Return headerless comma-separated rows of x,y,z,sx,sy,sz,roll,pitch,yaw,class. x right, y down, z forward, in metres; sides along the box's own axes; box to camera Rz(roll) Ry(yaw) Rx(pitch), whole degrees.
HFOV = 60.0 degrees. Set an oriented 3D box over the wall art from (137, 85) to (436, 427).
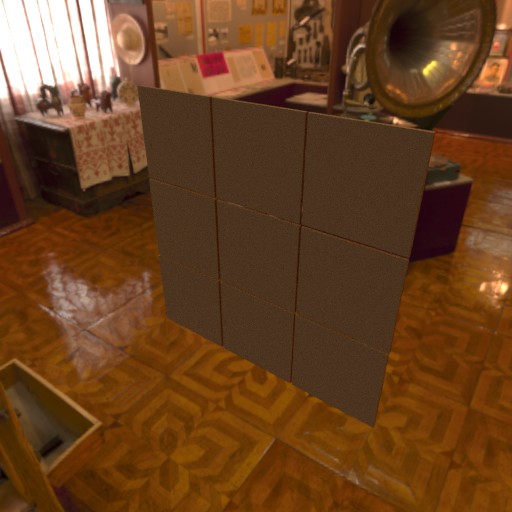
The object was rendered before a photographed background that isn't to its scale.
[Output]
0.000,0.000,1.384,0.919,0.917,0.010,21,36,31,wall art
